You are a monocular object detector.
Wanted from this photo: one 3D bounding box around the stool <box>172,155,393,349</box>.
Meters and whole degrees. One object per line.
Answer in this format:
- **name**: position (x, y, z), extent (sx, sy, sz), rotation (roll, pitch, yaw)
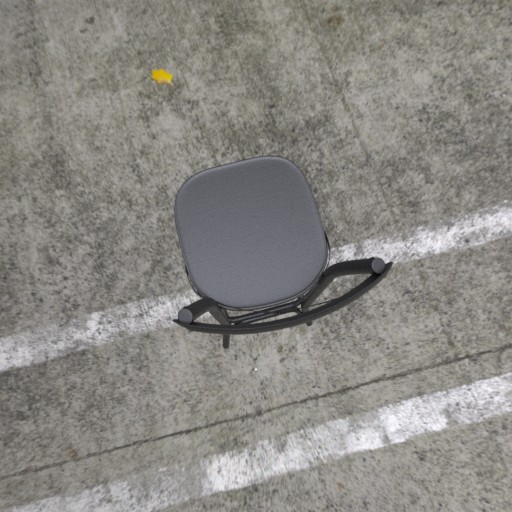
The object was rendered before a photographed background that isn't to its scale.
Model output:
- **stool**: position (0.000, 0.000, 1.463), extent (0.457, 1.168, 0.584), rotation (-15, 76, -4)
